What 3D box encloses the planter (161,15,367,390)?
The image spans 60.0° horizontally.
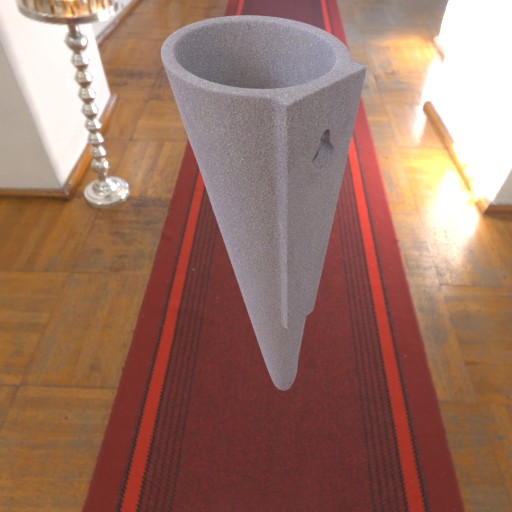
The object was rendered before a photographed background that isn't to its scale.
[{"bbox_3d":[0.000,0.000,0.284,0.078,0.259,0.087,-34,55,-27],"label":"planter"}]
